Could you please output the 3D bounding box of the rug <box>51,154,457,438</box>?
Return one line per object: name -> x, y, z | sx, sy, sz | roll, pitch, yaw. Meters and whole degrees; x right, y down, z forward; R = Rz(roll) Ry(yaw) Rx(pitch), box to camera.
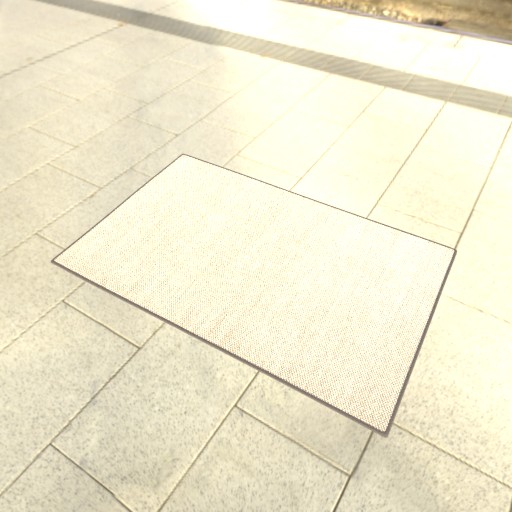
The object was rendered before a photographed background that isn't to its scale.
rug -> 0.000, 0.000, 2.151 | 1.676, 0.013, 1.067 | 23, 50, 20
